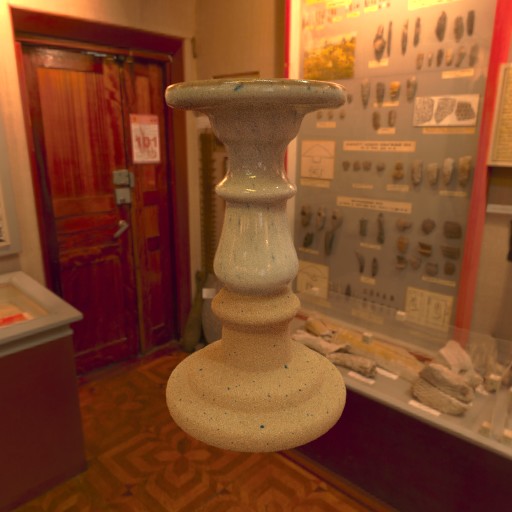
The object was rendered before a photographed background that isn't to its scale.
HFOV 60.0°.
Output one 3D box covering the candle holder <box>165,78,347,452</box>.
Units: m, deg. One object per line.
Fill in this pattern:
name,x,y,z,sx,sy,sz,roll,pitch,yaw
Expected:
candle holder,0.000,0.000,0.284,0.123,0.202,0.123,0,15,0
